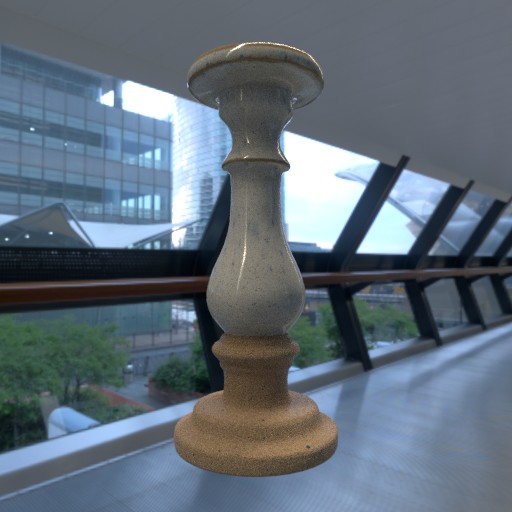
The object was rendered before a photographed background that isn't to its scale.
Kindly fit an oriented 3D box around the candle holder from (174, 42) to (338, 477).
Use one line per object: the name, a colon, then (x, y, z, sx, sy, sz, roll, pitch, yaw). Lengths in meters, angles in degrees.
candle holder: (0.000, 0.000, 0.244, 0.088, 0.203, 0.088, 0, -2, 0)
